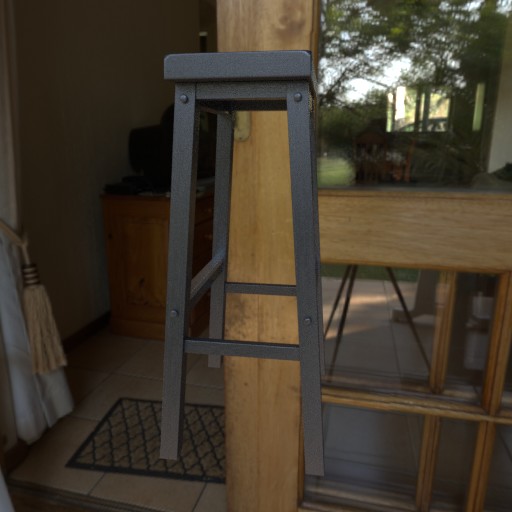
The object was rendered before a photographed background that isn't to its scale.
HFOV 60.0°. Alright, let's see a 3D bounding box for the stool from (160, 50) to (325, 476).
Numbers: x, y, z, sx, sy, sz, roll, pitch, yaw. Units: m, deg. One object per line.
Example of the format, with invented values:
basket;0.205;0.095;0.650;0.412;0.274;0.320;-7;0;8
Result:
stool;0.000;0.000;0.957;0.322;0.742;0.406;2;15;9
